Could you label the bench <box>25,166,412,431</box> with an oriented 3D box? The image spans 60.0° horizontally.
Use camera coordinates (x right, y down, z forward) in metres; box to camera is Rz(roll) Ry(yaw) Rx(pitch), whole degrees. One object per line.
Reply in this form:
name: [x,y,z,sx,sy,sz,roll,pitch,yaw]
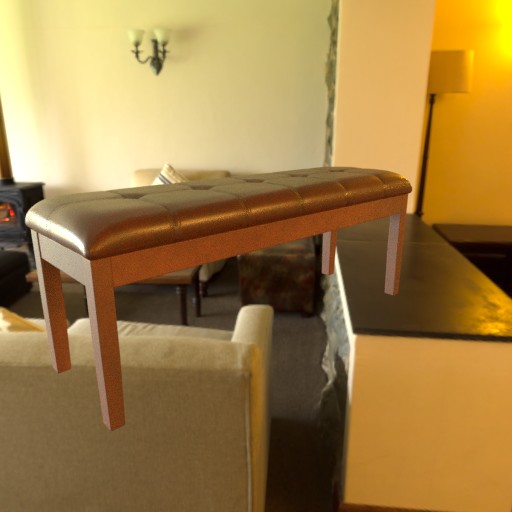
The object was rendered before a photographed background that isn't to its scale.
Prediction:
bench: [0.000,0.000,1.451,1.259,0.491,0.401,-15,23,-40]
